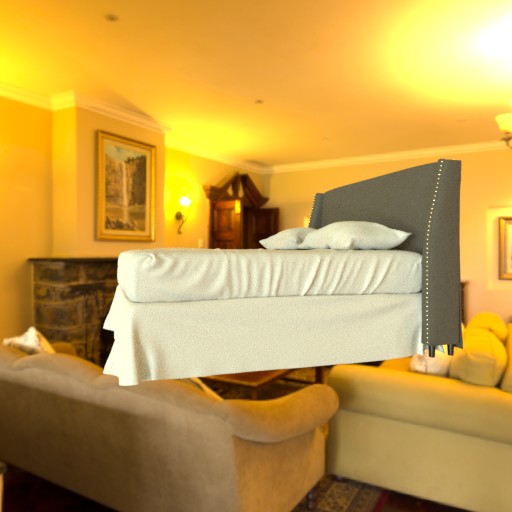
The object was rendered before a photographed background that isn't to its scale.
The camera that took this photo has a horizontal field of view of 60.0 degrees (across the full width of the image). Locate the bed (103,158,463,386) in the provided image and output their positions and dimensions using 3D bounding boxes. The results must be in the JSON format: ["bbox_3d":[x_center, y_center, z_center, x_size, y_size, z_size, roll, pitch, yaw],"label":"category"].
[{"bbox_3d":[0.000,0.000,3.479,2.276,1.332,1.925,0,1,-19],"label":"bed"}]
